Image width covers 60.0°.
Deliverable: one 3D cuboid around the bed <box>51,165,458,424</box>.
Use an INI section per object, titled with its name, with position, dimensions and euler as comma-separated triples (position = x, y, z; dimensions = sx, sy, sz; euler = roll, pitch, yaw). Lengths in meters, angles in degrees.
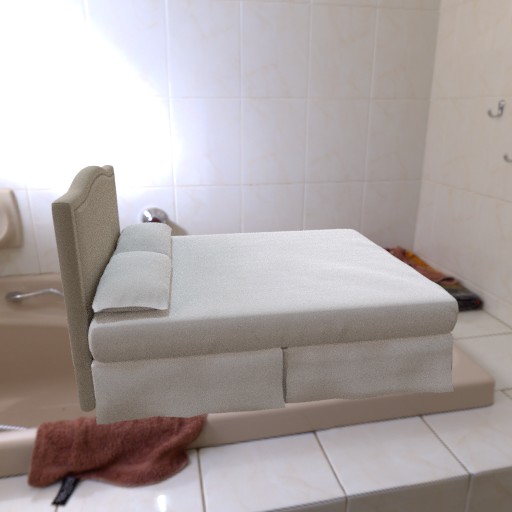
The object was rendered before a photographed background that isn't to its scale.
[bed]
position = 0.000, 0.000, 3.504
dimensions = 2.477, 1.437, 1.977
euler = -3, 18, -9
